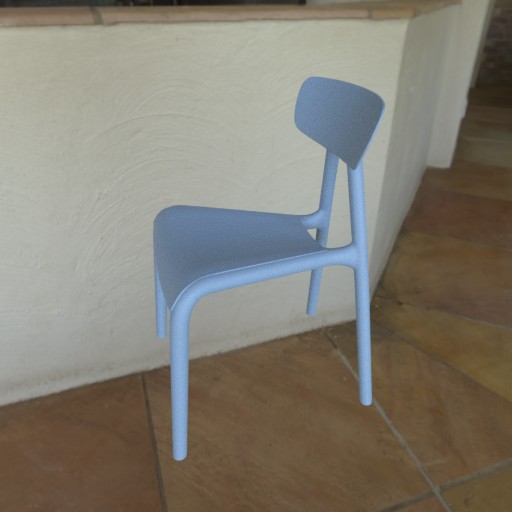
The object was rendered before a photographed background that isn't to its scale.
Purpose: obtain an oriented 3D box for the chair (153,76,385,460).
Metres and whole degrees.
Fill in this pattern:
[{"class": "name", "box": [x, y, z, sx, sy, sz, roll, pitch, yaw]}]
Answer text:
[{"class": "chair", "box": [0.000, 0.000, 0.826, 0.401, 0.580, 0.356, -8, 32, -14]}]
